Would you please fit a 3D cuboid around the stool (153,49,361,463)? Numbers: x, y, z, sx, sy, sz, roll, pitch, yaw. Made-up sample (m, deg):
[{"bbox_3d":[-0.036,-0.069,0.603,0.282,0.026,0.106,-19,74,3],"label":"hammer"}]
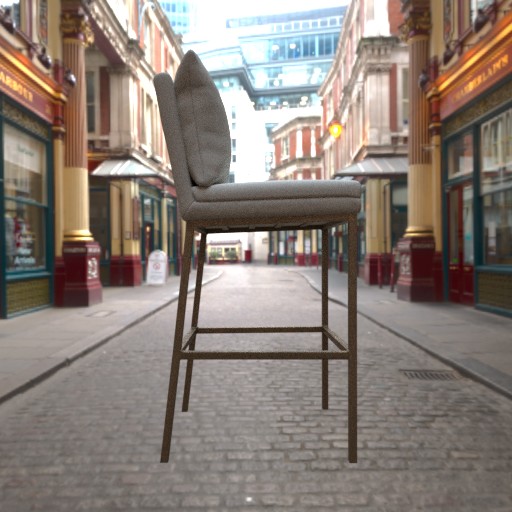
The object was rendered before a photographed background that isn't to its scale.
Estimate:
[{"bbox_3d":[0.000,0.000,1.415,0.572,1.125,0.463,0,0,-1],"label":"stool"}]
